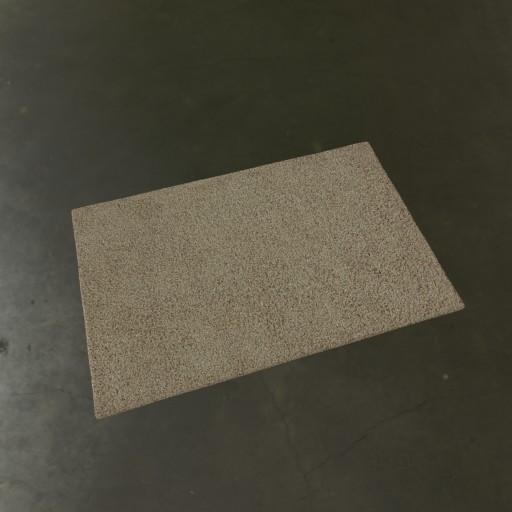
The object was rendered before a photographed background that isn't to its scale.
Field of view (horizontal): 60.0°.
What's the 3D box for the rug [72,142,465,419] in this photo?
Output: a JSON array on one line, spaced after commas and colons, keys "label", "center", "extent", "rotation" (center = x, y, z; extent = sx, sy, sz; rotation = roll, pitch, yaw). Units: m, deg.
[{"label": "rug", "center": [0.000, 0.000, 3.547], "extent": [2.743, 0.030, 1.778], "rotation": [-15, 61, -8]}]
